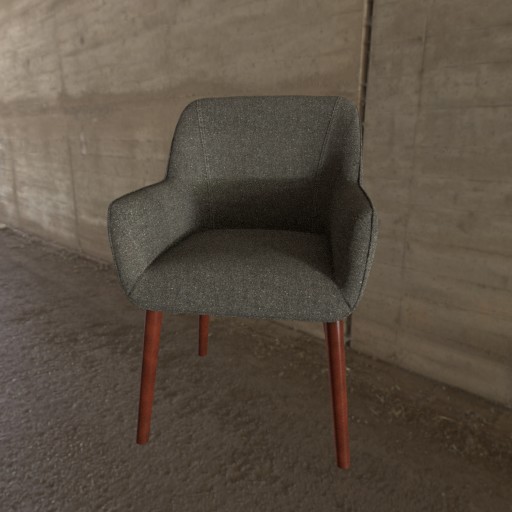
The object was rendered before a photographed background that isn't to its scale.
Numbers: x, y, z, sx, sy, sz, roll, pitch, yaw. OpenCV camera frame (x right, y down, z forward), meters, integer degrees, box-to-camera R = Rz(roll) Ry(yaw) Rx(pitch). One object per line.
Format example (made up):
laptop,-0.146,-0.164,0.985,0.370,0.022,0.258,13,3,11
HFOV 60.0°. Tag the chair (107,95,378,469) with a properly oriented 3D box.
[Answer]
chair,0.000,0.000,1.126,0.543,0.803,0.519,3,16,9
